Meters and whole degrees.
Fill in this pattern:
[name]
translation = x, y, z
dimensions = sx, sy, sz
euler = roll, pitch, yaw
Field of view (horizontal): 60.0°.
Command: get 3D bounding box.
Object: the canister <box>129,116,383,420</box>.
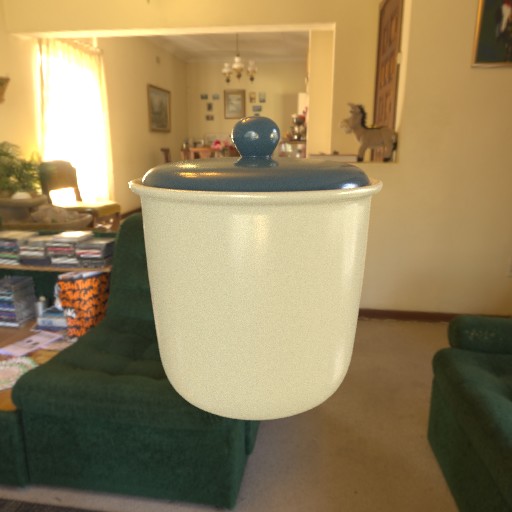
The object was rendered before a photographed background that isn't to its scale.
[canister]
translation = 0.000, 0.000, 0.344
dimensions = 0.182, 0.208, 0.182
euler = 0, 15, 0
